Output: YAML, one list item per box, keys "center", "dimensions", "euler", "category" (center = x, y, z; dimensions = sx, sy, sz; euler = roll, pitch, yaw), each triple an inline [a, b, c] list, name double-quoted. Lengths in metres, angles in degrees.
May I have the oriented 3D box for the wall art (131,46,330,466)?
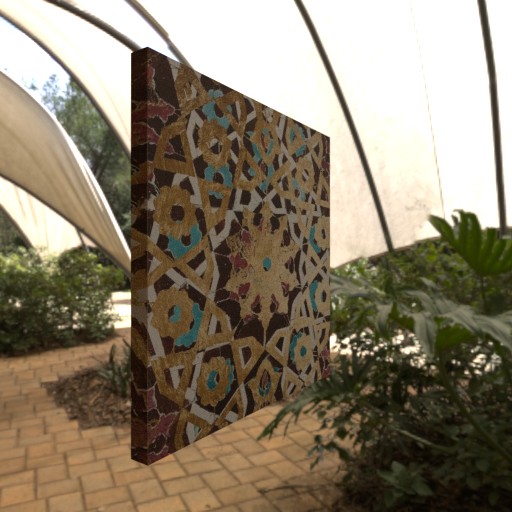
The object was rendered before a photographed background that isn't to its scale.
- center: [0.000, 0.000, 0.908]
  dimensions: [0.041, 0.613, 0.609]
  euler: [0, 0, 35]
  category: "wall art"
